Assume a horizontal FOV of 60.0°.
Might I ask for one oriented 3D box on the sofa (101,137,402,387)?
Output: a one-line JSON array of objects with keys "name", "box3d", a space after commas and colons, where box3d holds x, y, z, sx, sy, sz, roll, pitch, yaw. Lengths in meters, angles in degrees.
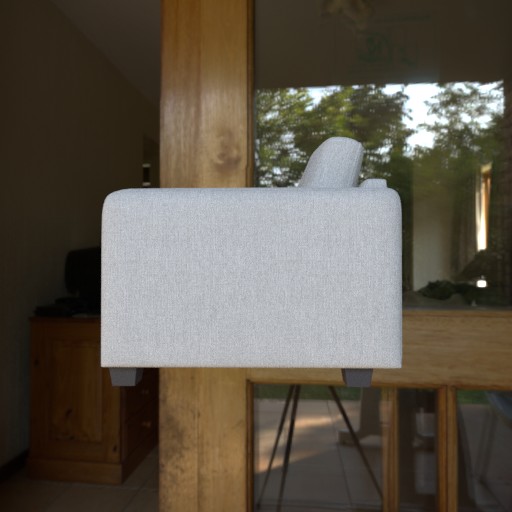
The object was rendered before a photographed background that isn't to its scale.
[{"name": "sofa", "box3d": [0.000, 0.000, 2.044, 0.900, 0.800, 1.540, 0, -1, 1]}]
